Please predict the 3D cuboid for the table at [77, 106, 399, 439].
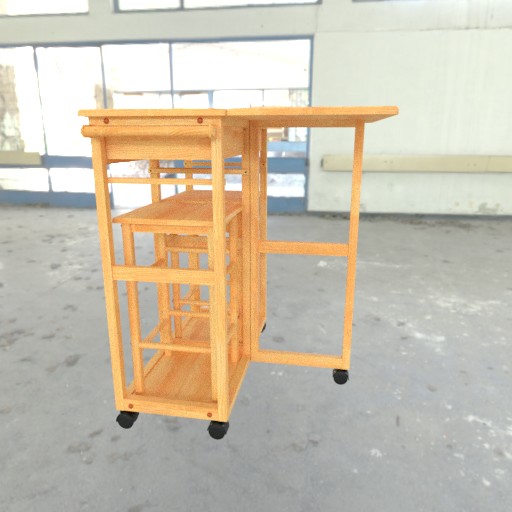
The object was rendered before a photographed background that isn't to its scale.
[{"bbox_3d":[0.000,0.000,1.365,0.693,0.832,0.752,3,16,10],"label":"table"}]
